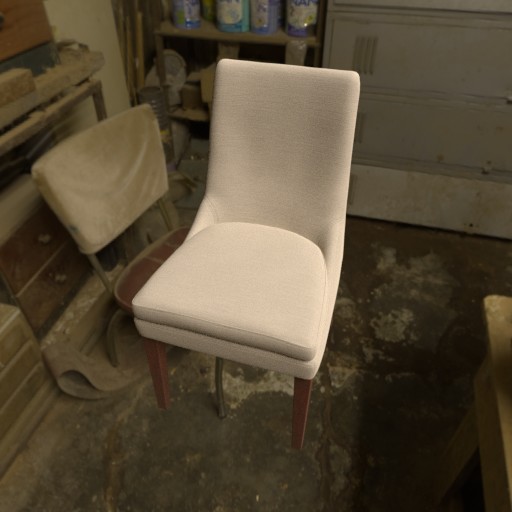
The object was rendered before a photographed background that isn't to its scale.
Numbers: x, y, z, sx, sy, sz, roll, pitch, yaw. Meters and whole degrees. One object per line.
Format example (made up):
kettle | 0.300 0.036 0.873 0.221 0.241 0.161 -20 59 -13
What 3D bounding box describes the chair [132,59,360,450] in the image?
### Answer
chair | 0.000 0.000 1.328 0.515 0.940 0.638 12 41 13
